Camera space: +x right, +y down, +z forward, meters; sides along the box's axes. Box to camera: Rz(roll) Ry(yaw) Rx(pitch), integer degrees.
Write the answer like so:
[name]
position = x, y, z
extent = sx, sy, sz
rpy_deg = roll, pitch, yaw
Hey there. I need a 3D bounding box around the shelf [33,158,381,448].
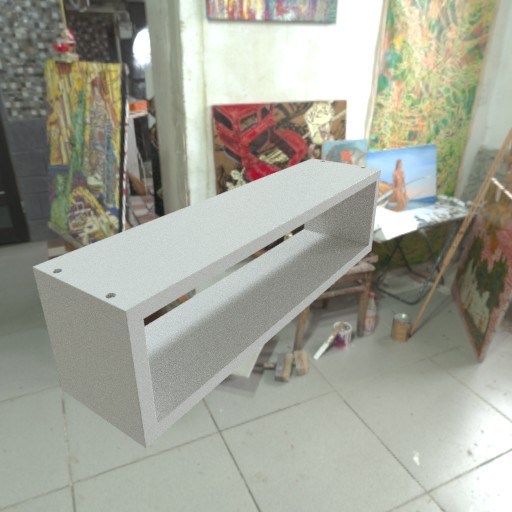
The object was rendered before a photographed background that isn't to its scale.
[shelf]
position = 0.000, 0.000, 0.693
extent = 0.150, 0.170, 0.610
rpy_deg = 17, 30, 32
